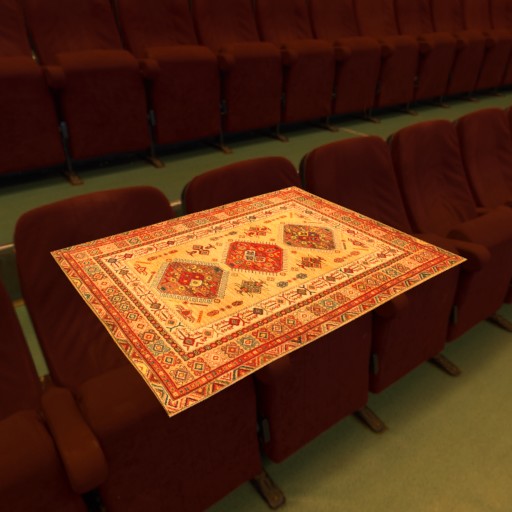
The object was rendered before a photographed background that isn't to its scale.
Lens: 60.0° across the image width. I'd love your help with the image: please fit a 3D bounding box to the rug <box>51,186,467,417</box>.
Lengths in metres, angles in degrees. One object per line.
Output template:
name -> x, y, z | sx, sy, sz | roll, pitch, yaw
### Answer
rug -> 0.000, 0.000, 4.168 | 3.067, 0.005, 2.460 | -20, 34, -32
